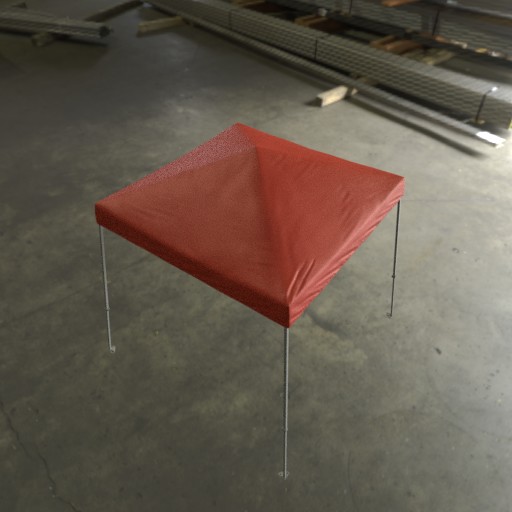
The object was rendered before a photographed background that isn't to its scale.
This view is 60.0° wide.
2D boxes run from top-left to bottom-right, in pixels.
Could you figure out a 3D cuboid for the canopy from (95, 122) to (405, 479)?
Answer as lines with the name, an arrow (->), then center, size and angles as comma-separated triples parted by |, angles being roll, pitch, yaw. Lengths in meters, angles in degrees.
canopy -> 0.000, 0.000, 5.270 | 2.849, 2.850, 2.850 | 26, 48, 26
